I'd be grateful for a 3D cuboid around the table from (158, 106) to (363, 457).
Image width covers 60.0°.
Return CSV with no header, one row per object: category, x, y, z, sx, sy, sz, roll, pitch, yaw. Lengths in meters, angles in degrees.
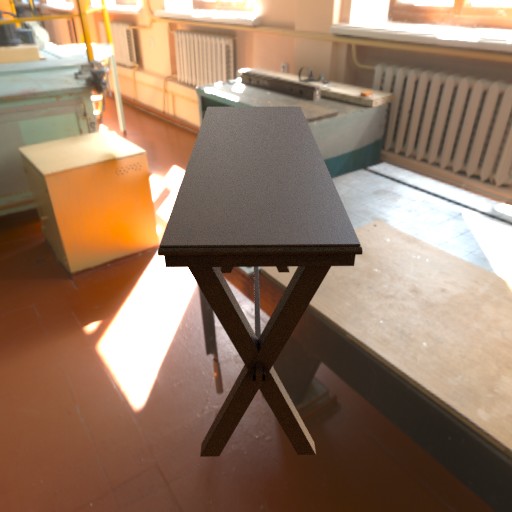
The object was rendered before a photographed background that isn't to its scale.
table,0.000,0.000,1.567,0.399,0.763,1.197,0,31,-1
